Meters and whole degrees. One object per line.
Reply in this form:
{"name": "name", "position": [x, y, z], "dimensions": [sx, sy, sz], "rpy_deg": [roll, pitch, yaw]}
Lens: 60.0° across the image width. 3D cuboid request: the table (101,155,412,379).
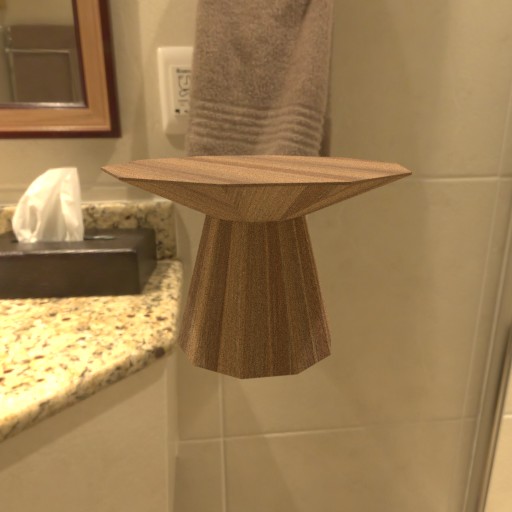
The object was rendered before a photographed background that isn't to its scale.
{"name": "table", "position": [0.000, 0.000, 1.866], "dimensions": [1.186, 0.752, 1.186], "rpy_deg": [0, 17, 0]}
